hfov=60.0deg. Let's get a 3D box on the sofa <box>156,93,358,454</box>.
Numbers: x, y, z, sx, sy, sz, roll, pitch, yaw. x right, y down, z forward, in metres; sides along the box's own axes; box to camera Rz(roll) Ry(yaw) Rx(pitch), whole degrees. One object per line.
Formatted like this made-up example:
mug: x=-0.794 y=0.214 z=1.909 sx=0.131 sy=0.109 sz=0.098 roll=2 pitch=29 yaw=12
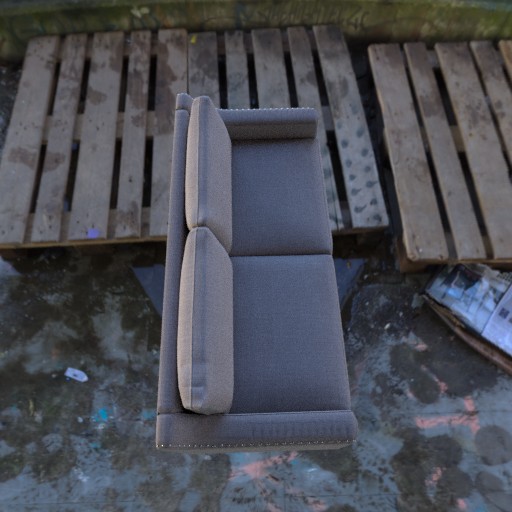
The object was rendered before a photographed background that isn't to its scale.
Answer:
sofa: x=0.000 y=0.000 z=2.762 sx=1.000 sy=0.857 sz=2.208 roll=-2 pitch=64 yaw=-1
